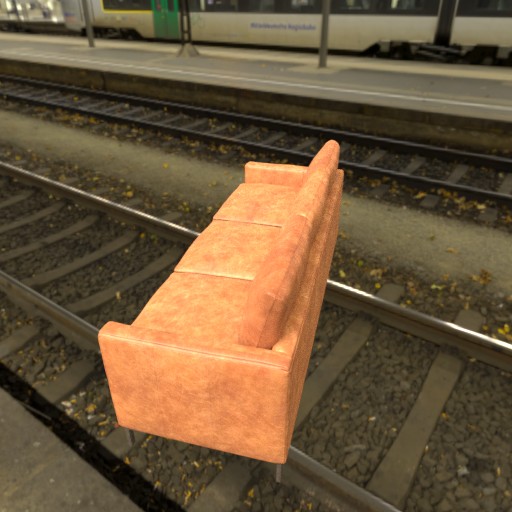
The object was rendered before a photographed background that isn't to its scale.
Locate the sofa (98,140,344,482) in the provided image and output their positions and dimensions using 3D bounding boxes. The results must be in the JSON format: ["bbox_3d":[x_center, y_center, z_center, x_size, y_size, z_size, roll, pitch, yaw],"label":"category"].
[{"bbox_3d":[0.000,0.000,2.423,0.748,0.863,2.029,7,31,13],"label":"sofa"}]
